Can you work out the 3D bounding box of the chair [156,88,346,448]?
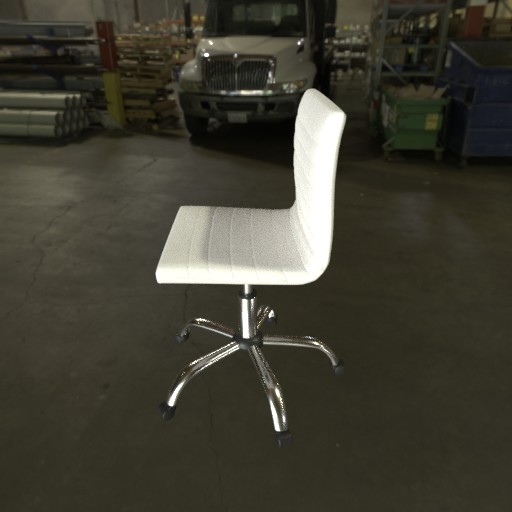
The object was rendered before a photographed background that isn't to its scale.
[{"bbox_3d":[0.000,0.000,1.142,0.530,0.780,0.556,-1,27,-1],"label":"chair"}]
